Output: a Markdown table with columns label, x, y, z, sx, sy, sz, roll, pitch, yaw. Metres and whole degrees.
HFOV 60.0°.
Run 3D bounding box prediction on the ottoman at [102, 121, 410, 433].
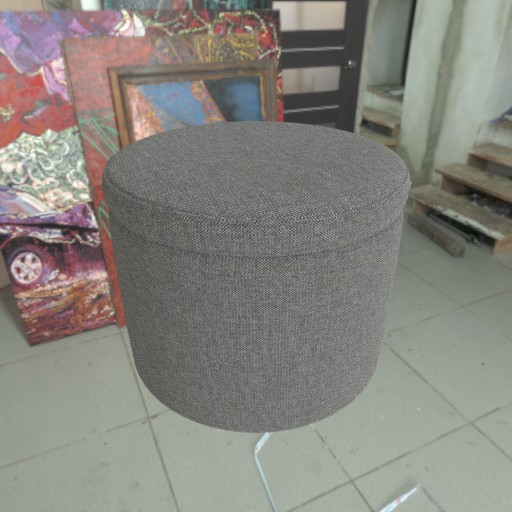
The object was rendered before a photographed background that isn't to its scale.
| label | x | y | z | sx | sy | sz | roll | pitch | yaw |
| --- | --- | --- | --- | --- | --- | --- | --- | --- | --- |
| ottoman | 0.000 | 0.000 | 0.864 | 0.520 | 0.430 | 0.520 | 0 | 30 | 0 |
